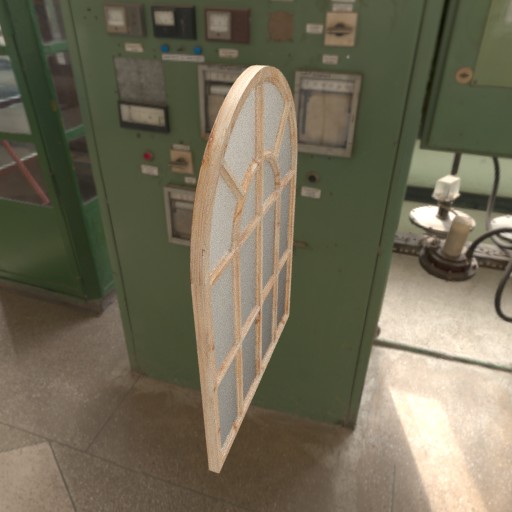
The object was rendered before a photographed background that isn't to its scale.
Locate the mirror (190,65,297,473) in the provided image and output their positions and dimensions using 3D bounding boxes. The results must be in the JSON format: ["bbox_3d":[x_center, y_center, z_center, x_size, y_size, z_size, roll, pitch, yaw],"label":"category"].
[{"bbox_3d":[0.000,0.000,1.156,0.032,0.920,0.660,11,34,16],"label":"mirror"}]
